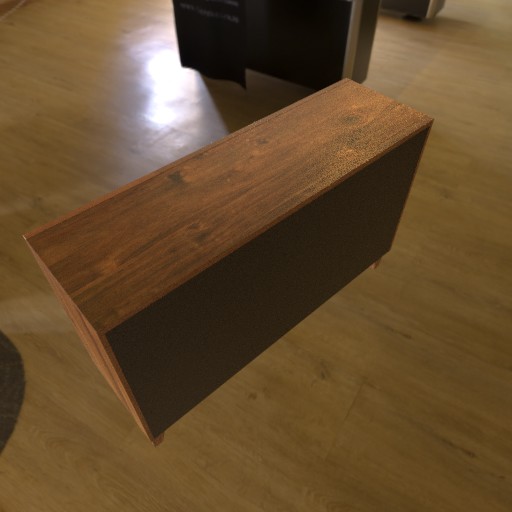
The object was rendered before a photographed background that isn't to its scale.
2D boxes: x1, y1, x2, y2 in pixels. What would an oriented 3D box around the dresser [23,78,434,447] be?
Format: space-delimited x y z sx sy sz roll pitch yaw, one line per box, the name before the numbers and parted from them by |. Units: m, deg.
dresser | 0.000 0.000 1.786 1.400 0.873 0.446 -34 56 -26
